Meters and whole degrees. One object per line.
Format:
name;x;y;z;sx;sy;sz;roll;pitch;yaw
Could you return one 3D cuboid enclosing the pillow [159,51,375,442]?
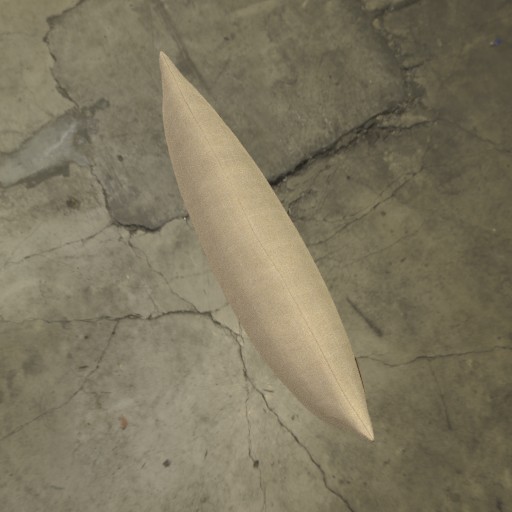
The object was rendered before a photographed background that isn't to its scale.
pillow;0.000;0.000;0.722;0.148;0.308;0.612;-26;76;-7
